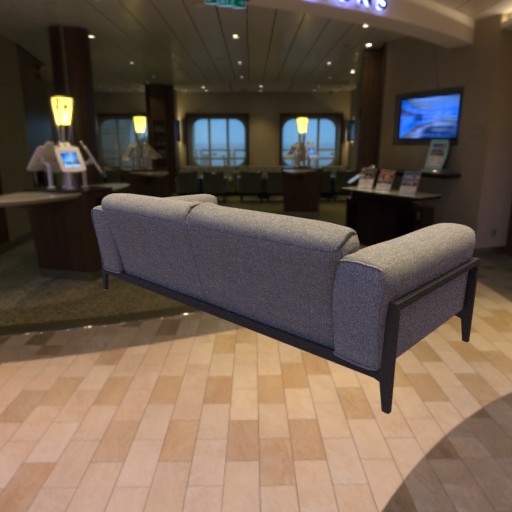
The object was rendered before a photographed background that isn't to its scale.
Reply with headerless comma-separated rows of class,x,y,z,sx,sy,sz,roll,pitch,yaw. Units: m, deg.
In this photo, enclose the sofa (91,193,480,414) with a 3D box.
sofa,0.000,0.000,2.553,2.125,0.703,0.985,13,19,42
